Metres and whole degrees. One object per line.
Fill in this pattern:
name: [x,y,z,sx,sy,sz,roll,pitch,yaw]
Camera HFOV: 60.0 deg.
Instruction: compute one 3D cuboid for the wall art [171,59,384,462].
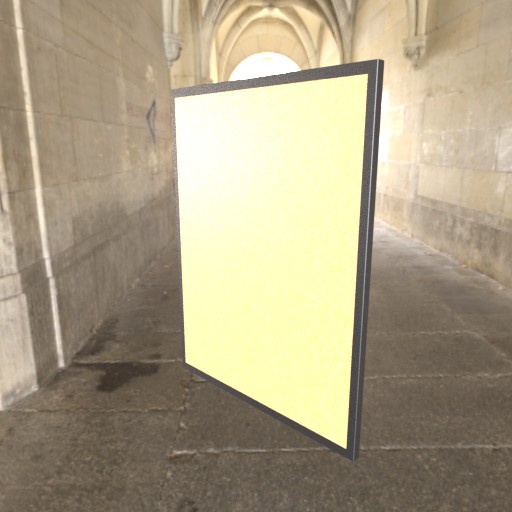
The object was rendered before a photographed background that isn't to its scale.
wall art: [0.000,0.000,1.365,0.774,1.027,0.030,13,19,43]
